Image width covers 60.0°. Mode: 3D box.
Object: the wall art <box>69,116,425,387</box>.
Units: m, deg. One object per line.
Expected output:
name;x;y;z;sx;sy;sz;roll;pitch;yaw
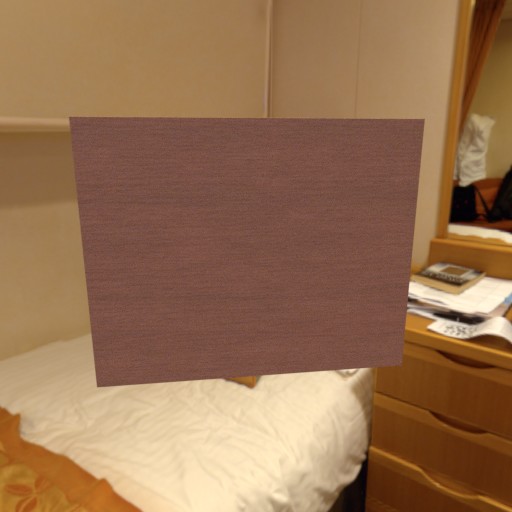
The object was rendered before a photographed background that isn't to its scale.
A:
wall art;0.000;0.000;0.685;0.508;0.408;0.010;-2;15;-8
